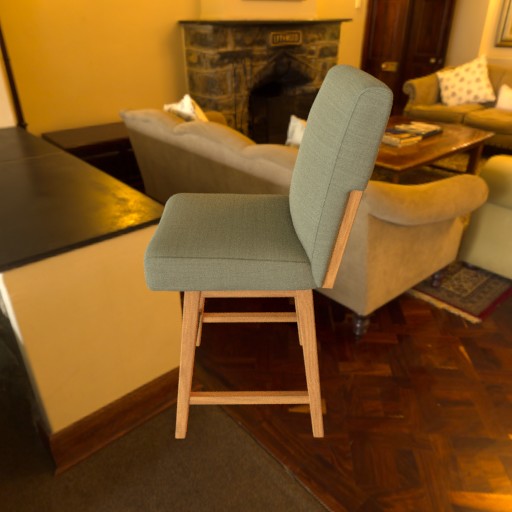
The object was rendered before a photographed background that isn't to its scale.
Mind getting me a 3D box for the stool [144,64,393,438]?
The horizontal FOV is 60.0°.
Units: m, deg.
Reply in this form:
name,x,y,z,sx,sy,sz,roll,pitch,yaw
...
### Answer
name,x,y,z,sx,sy,sz,roll,pitch,yaw
stool,0.000,0.000,1.311,0.570,1.019,0.459,0,29,0
